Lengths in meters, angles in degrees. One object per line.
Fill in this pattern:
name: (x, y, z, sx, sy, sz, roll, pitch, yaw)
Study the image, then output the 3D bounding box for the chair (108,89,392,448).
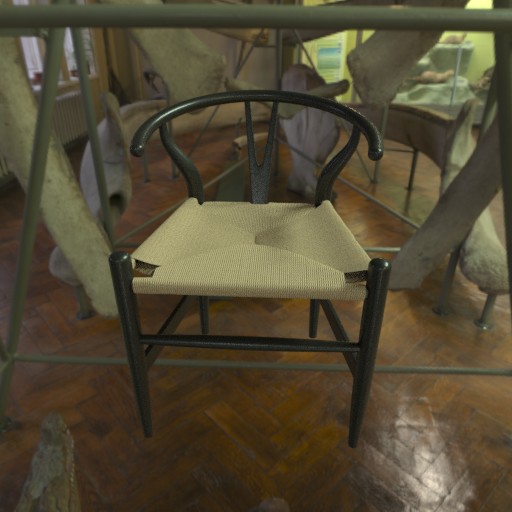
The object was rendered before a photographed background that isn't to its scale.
chair: (0.000, 0.000, 1.145, 0.570, 0.739, 0.570, 2, 28, 3)
